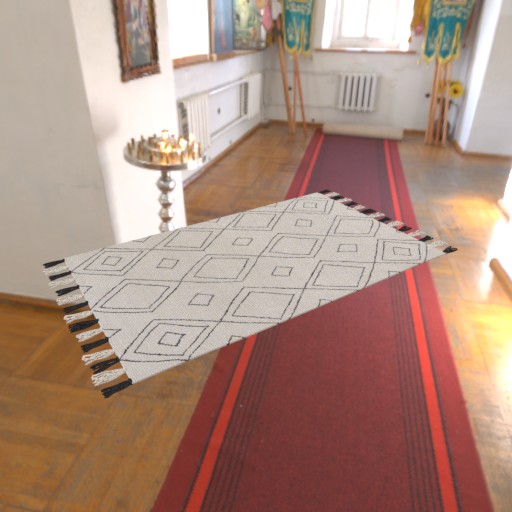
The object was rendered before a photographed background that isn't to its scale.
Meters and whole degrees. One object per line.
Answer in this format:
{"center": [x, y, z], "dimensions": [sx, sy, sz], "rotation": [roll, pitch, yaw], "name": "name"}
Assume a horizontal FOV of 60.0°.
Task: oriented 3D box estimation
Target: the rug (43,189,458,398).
{"center": [0.000, 0.000, 3.306], "dimensions": [2.755, 0.021, 1.524], "rotation": [-18, 34, -28], "name": "rug"}
